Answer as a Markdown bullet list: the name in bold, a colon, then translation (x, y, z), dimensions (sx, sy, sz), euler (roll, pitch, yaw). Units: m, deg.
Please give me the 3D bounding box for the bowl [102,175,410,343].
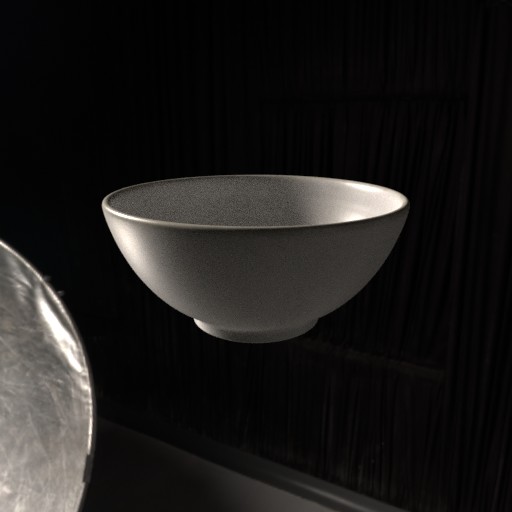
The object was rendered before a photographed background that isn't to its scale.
- **bowl**: translation (0.000, 0.000, 0.423), dimensions (0.268, 0.121, 0.268), euler (0, 17, 0)
